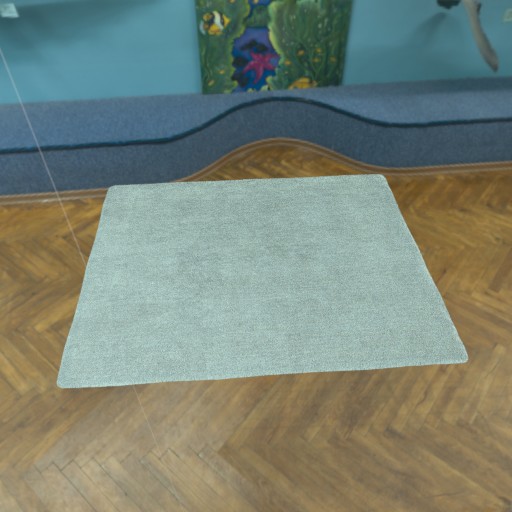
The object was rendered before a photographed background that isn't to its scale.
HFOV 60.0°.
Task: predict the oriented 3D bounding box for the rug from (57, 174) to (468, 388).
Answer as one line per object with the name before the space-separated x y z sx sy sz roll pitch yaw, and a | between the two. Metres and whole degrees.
rug | 0.000 0.000 3.893 2.933 0.027 2.332 -3 45 -3
